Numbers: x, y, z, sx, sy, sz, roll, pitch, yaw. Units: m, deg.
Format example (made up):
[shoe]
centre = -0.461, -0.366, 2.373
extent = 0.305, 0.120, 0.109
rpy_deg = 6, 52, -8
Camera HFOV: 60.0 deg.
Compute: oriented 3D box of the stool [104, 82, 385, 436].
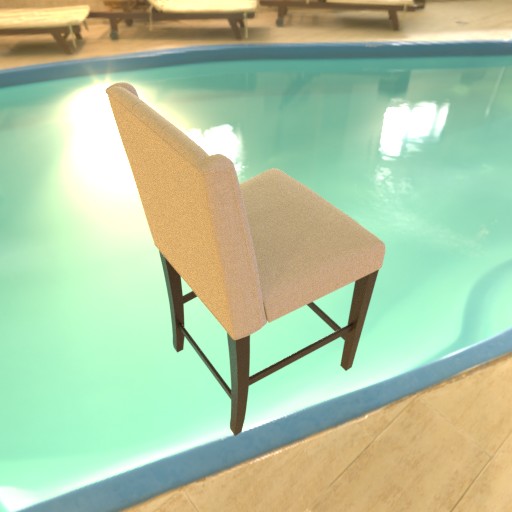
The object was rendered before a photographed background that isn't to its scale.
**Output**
[stool]
centre = 0.000, 0.000, 1.236
extent = 0.509, 0.939, 0.474
rpy_deg = -25, 47, -26
